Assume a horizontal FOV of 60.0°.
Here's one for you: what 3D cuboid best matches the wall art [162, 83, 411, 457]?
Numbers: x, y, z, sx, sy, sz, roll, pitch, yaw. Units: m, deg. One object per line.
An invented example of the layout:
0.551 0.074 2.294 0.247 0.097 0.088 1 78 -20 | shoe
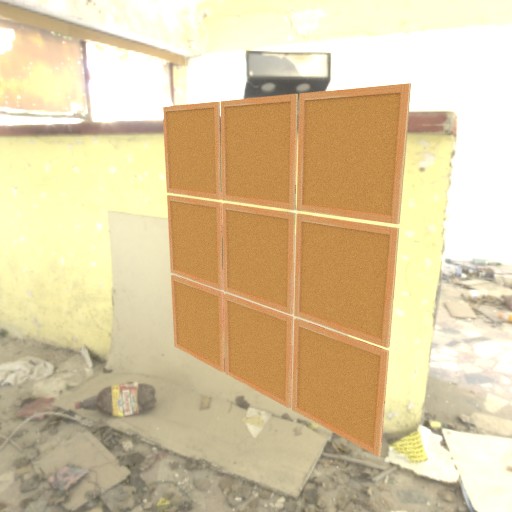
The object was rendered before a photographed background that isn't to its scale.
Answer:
0.000 0.000 1.806 1.216 1.220 0.013 14 20 43 | wall art
